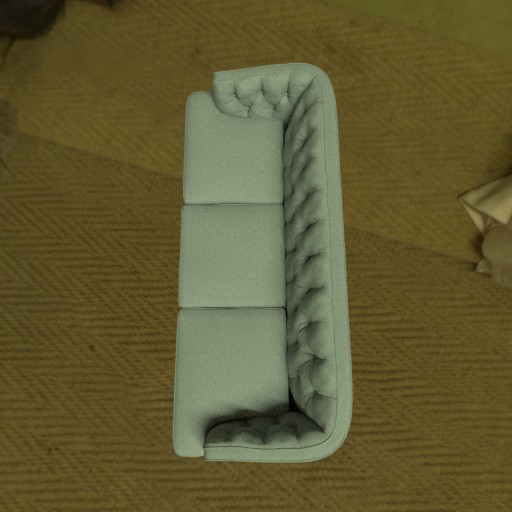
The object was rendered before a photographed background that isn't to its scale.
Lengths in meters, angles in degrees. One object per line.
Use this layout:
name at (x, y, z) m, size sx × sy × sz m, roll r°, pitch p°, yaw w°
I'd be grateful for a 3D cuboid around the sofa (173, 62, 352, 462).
sofa at (0.000, 0.000, 2.728) m, size 0.941 × 0.855 × 2.278 m, roll 0°, pitch 75°, yaw 0°
